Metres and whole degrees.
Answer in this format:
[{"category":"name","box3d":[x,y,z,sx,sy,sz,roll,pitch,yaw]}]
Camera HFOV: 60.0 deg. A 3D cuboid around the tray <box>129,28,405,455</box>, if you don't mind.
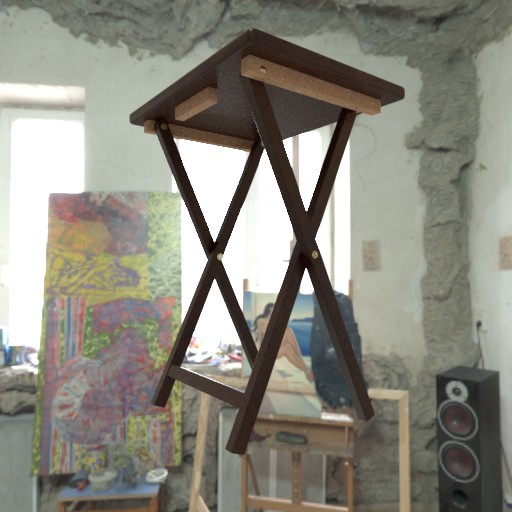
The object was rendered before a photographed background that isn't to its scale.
[{"category":"tray","box3d":[0.000,0.000,0.946,0.381,0.660,0.483,1,-1,-37]}]
